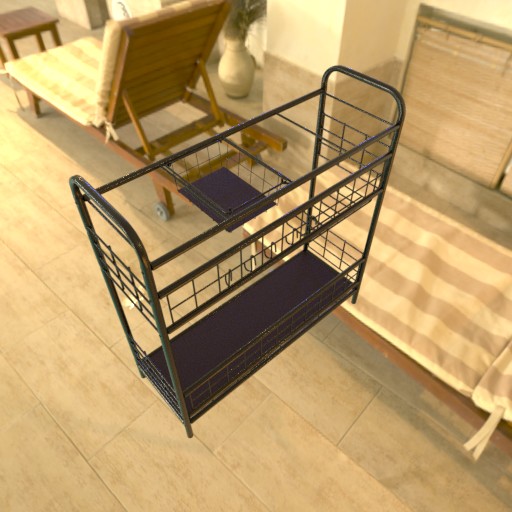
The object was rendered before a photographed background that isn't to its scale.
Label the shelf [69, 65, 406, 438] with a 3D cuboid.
[{"bbox_3d":[0.000,0.000,1.575,0.961,1.026,0.350,-33,54,-27],"label":"shelf"}]
